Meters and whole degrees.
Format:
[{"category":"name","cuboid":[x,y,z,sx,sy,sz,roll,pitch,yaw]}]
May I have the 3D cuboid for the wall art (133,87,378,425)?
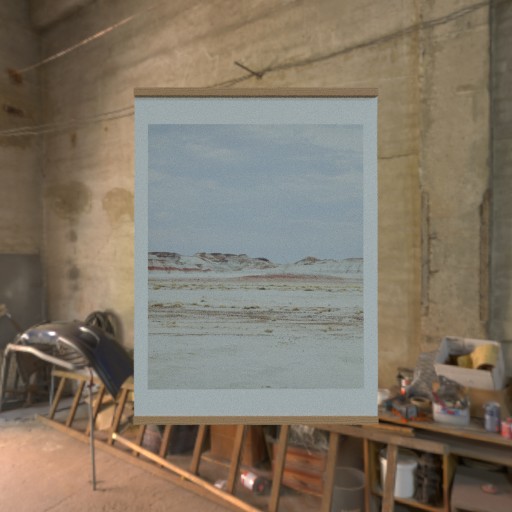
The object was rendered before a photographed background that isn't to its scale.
[{"category":"wall art","cuboid":[0.000,0.000,1.347,0.739,1.016,0.020,0,0,0]}]
